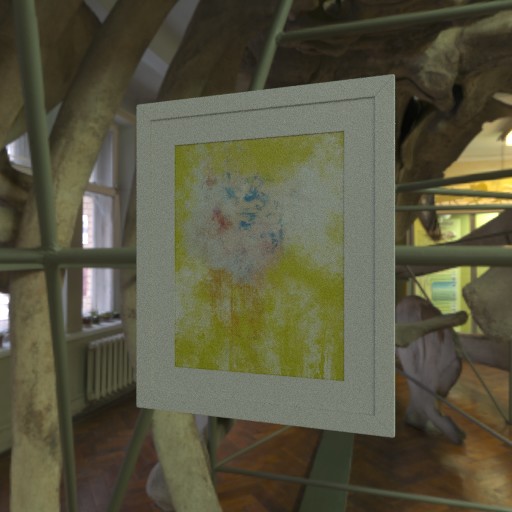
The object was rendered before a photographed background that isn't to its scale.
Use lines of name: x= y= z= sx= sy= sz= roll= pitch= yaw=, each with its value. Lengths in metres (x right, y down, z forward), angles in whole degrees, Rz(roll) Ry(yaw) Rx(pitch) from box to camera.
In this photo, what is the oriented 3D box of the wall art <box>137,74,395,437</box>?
wall art: x=0.000 y=0.000 z=0.759 sx=0.454 sy=0.556 sz=0.028 roll=0 pitch=0 yaw=18
